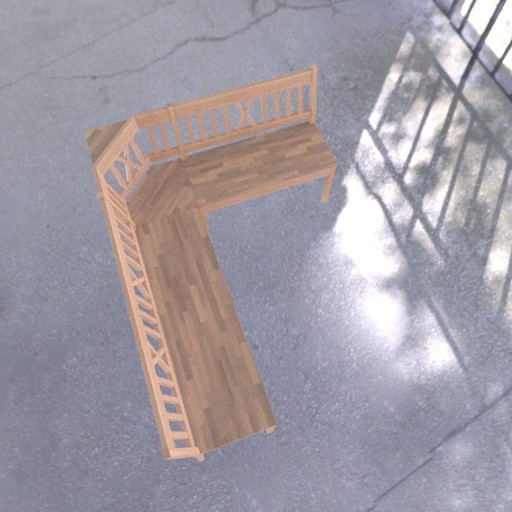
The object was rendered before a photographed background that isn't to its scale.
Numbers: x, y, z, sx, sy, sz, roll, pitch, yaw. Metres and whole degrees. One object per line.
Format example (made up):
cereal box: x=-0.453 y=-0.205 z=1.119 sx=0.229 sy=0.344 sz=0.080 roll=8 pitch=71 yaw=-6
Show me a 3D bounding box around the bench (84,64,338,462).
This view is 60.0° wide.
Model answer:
bench: x=0.000 y=0.000 z=2.773 sx=1.537 sy=0.902 sz=1.937 roll=-18 pitch=65 yaw=-9
